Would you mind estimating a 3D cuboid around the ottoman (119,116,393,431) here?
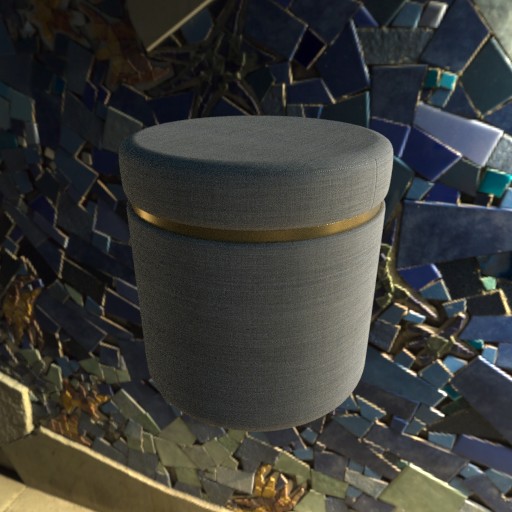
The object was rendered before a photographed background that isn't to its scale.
[{"bbox_3d":[0.000,0.000,0.746,0.400,0.406,0.400,0,26,0],"label":"ottoman"}]
